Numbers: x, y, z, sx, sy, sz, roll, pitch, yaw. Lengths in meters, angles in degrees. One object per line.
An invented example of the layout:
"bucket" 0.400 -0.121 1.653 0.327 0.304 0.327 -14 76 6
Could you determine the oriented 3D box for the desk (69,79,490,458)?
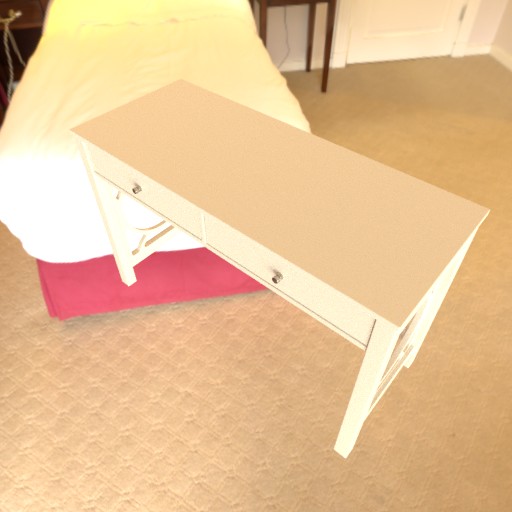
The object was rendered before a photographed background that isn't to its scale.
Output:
"desk" 0.000 0.000 1.574 1.191 0.762 0.504 32 54 27
